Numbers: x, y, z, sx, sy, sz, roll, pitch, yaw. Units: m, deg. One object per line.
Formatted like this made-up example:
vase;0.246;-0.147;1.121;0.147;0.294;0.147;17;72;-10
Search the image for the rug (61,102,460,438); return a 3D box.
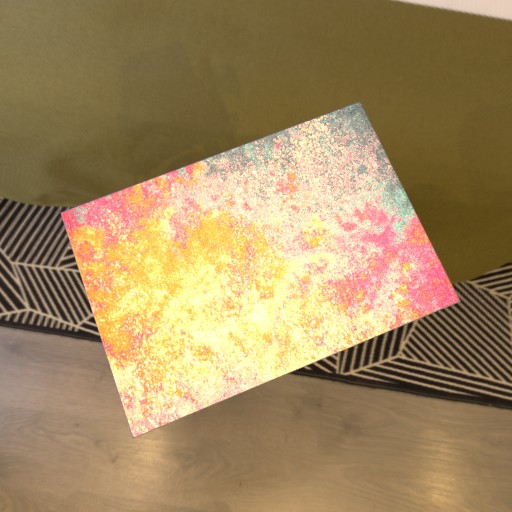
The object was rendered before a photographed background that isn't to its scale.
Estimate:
rug;0.000;0.000;3.797;2.896;0.013;2.007;-21;78;-5
